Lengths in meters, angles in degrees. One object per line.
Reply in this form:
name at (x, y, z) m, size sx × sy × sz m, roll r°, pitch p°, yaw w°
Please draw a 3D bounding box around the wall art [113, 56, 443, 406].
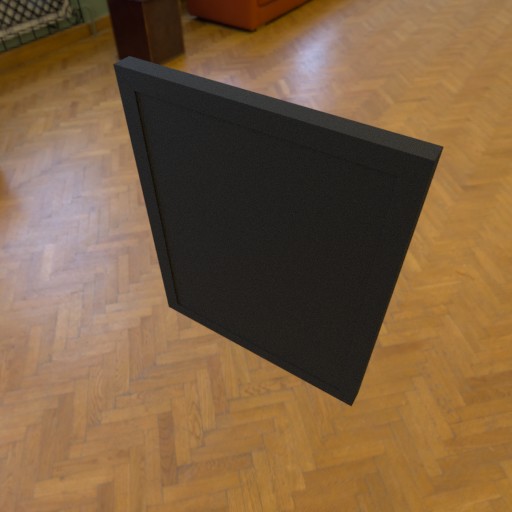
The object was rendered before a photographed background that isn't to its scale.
wall art at (0.000, 0.000, 0.752) m, size 0.457 × 0.559 × 0.033 m, roll 24°, pitch 50°, yaw 22°
